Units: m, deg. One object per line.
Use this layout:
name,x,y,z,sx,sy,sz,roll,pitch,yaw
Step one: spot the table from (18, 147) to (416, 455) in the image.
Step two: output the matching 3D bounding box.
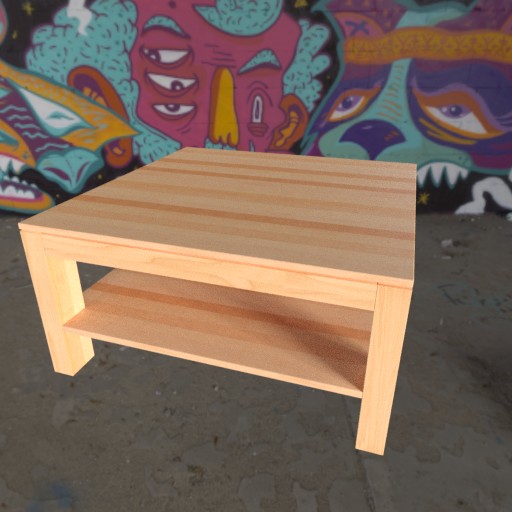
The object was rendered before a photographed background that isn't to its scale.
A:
table,0.000,0.000,1.412,0.900,0.450,0.900,8,27,16
